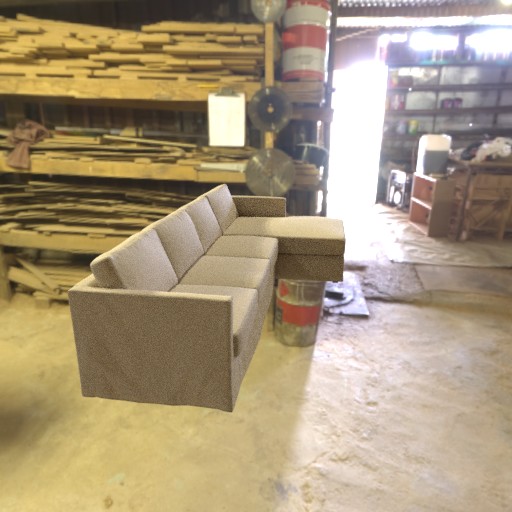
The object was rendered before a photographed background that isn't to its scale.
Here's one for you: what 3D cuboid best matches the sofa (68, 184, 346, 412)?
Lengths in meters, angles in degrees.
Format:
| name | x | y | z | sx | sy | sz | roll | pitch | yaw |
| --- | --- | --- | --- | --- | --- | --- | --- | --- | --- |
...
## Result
| name | x | y | z | sx | sy | sz | roll | pitch | yaw |
| --- | --- | --- | --- | --- | --- | --- | --- | --- | --- |
| sofa | 0.000 | 0.000 | 3.891 | 1.622 | 0.871 | 3.206 | 3 | 18 | 8 |
